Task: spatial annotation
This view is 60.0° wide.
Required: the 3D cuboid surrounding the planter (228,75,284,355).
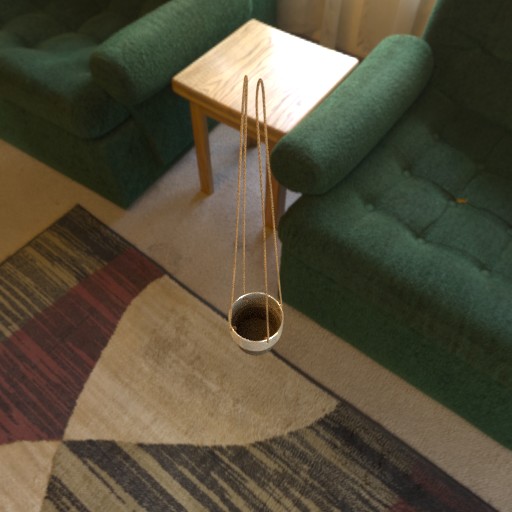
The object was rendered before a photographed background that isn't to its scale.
[{"bbox_3d":[0.000,0.000,1.183,0.187,1.073,0.187,17,58,11],"label":"planter"}]
